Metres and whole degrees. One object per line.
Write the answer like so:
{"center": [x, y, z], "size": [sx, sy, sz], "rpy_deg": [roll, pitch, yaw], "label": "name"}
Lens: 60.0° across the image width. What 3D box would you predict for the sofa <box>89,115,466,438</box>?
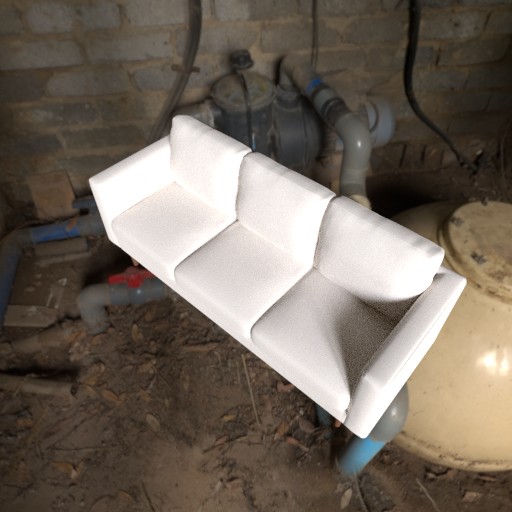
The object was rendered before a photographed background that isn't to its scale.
{"center": [0.000, 0.000, 2.553], "size": [2.029, 0.912, 0.802], "rpy_deg": [33, 56, 26], "label": "sofa"}
